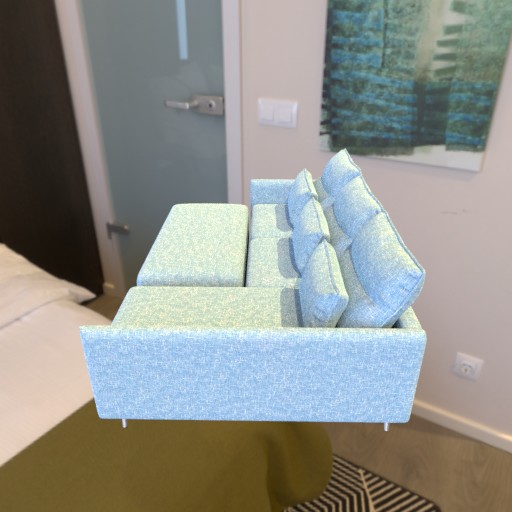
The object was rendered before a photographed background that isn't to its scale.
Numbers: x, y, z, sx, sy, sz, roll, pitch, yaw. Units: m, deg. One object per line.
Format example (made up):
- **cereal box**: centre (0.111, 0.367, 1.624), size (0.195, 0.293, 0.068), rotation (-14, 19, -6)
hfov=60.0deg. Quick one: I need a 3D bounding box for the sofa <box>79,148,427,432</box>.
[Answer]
- **sofa**: centre (0.000, 0.000, 2.759), size (1.420, 0.899, 2.034), rotation (0, 27, 1)
